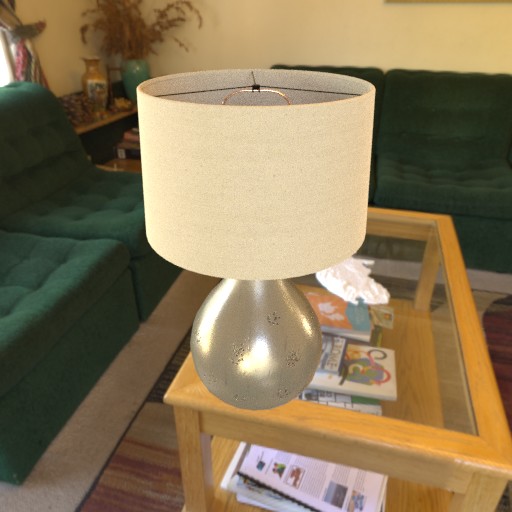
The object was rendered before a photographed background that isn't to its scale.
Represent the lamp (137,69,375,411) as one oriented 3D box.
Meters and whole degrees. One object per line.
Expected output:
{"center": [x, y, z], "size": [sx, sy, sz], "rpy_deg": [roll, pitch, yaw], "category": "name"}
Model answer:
{"center": [0.000, 0.000, 0.712], "size": [0.330, 0.521, 0.330], "rpy_deg": [0, 29, 0], "category": "lamp"}
